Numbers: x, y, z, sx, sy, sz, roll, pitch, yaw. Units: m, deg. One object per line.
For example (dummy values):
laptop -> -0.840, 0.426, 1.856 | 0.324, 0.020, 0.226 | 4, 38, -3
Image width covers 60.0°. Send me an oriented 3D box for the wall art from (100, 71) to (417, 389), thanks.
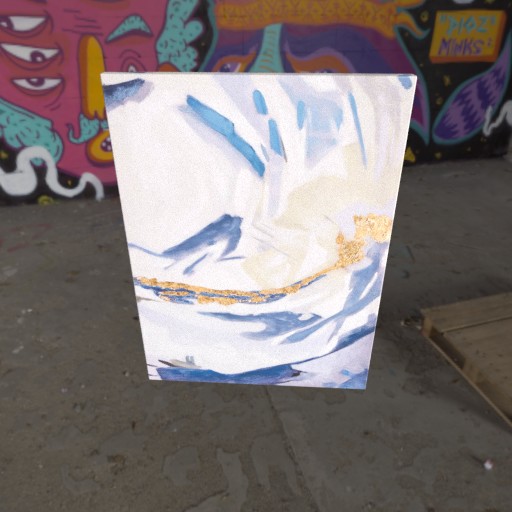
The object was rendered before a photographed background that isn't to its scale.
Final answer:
wall art -> 0.000, 0.000, 1.324 | 0.761, 1.015, 0.038 | 2, 29, 3
